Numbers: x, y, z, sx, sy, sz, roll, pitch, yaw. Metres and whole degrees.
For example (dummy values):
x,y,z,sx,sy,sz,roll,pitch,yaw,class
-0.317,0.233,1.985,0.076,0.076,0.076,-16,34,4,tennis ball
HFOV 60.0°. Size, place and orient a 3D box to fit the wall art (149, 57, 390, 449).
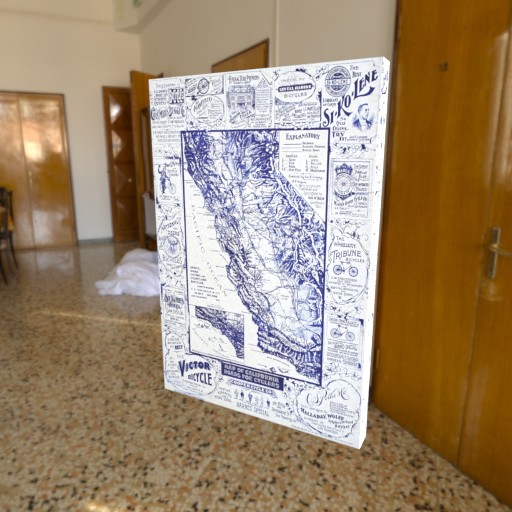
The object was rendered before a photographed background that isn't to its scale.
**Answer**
x,y,z,sx,sy,sz,roll,pitch,yaw,class
0.000,0.000,0.771,0.408,0.601,0.040,7,15,27,wall art
